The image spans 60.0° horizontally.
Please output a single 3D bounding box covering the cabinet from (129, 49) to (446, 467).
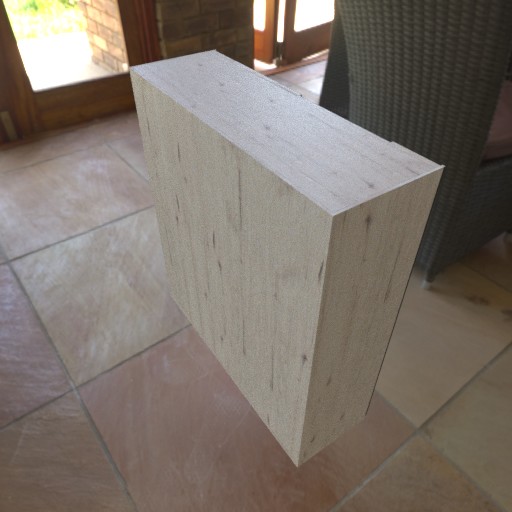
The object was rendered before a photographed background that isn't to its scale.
[{"bbox_3d":[0.000,0.000,3.153,0.660,2.180,2.000,-24,47,-25],"label":"cabinet"}]
